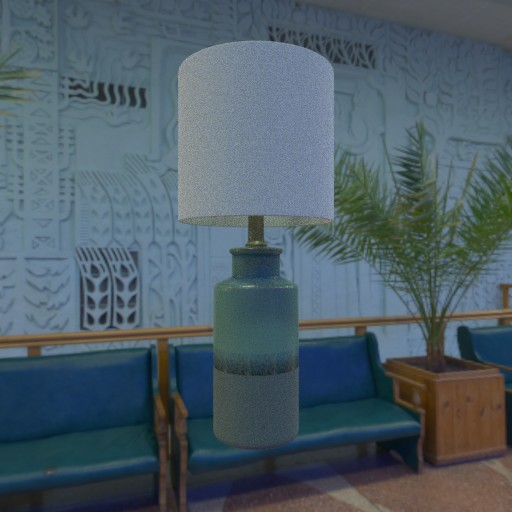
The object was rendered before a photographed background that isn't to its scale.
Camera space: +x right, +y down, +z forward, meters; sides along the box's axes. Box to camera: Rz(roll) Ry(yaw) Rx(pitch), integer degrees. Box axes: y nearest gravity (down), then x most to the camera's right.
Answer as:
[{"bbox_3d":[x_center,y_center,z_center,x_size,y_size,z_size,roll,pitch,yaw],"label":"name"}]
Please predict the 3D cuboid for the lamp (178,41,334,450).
[{"bbox_3d":[0.000,0.000,0.613,0.212,0.493,0.212,0,0,-17],"label":"lamp"}]
